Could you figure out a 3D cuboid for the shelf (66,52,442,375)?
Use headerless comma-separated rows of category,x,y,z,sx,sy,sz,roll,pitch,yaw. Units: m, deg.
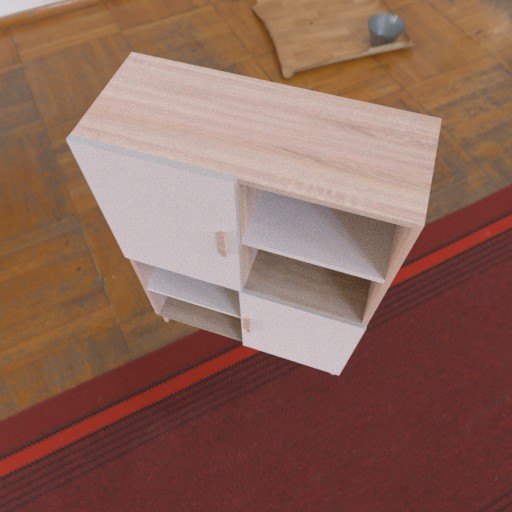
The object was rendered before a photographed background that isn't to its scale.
shelf,0.000,0.000,1.866,0.995,1.405,0.434,16,61,9
